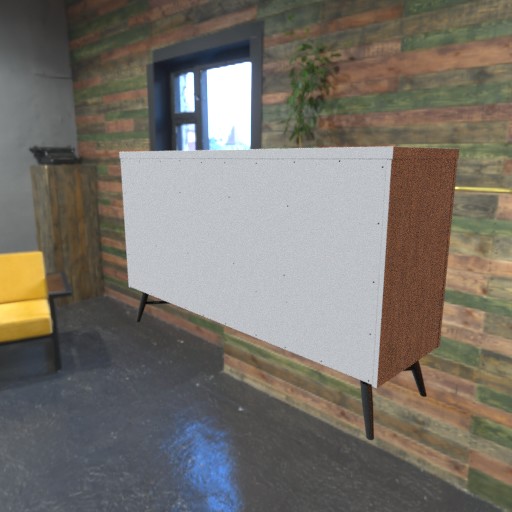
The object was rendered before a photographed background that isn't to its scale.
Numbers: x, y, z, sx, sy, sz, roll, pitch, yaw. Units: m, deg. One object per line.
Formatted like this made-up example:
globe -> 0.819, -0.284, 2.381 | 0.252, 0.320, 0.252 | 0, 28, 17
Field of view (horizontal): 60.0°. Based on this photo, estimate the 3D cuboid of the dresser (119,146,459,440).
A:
dresser -> 0.000, 0.000, 1.977 | 0.457, 0.914, 1.524 | -12, 17, -43
